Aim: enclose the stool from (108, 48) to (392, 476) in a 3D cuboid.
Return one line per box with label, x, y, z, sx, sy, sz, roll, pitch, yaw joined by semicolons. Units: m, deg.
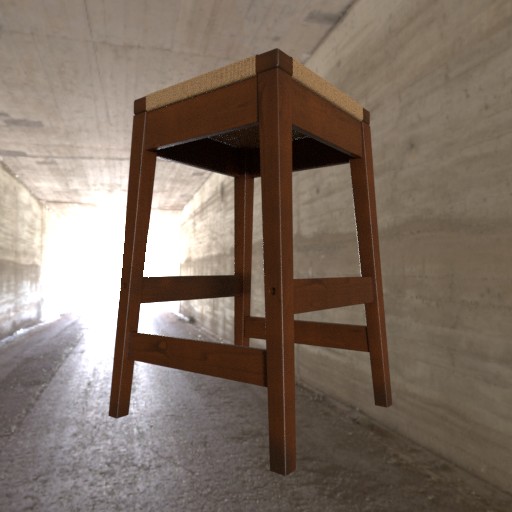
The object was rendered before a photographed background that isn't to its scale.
stool;0.000;0.000;1.108;0.507;0.762;0.497;-1;-2;37
